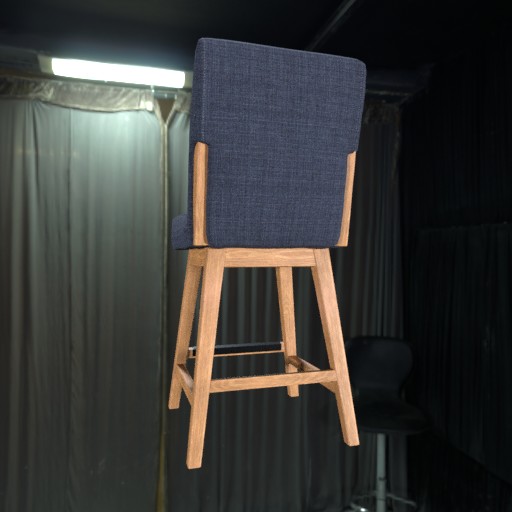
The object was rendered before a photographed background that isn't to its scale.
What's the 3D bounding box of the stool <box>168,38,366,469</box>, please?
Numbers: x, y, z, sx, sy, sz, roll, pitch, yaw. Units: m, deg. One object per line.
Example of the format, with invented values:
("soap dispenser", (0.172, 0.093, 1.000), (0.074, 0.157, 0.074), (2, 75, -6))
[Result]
("stool", (0.000, 0.000, 1.306), (0.459, 1.010, 0.526), (0, 0, -17))
